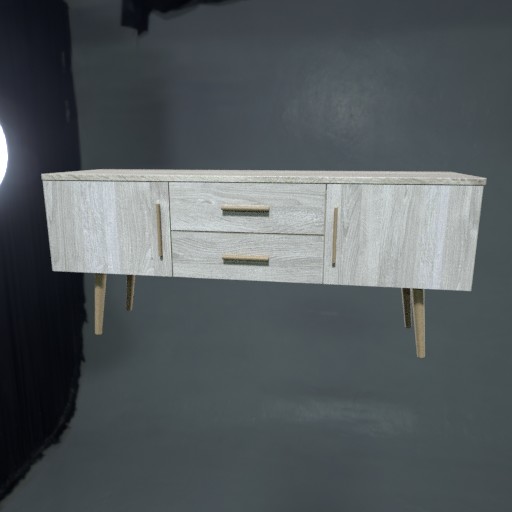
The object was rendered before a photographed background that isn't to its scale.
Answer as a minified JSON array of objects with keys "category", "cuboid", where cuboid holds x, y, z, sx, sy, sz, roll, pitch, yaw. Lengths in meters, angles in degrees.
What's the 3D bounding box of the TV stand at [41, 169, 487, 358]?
[{"category":"TV stand","cuboid":[0.000,0.000,1.532,1.313,0.565,0.401,2,14,9]}]
